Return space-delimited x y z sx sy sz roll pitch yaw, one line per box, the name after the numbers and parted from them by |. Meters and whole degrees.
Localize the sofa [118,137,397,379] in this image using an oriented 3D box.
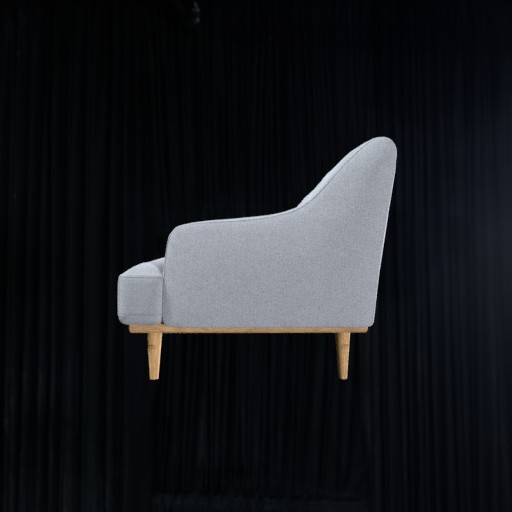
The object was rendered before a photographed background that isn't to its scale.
0.000 0.000 2.517 0.978 0.871 2.057 0 0 -1 | sofa
